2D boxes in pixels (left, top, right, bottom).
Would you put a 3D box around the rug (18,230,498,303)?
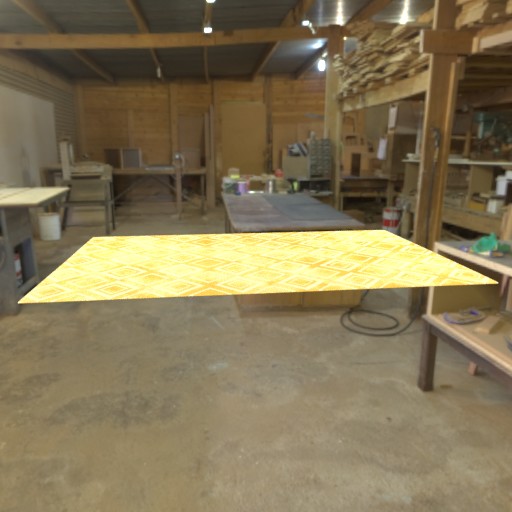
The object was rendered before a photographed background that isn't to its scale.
[{"bbox_3d":[0.000,0.000,2.936,2.424,0.010,1.511,-2,14,-7],"label":"rug"}]
